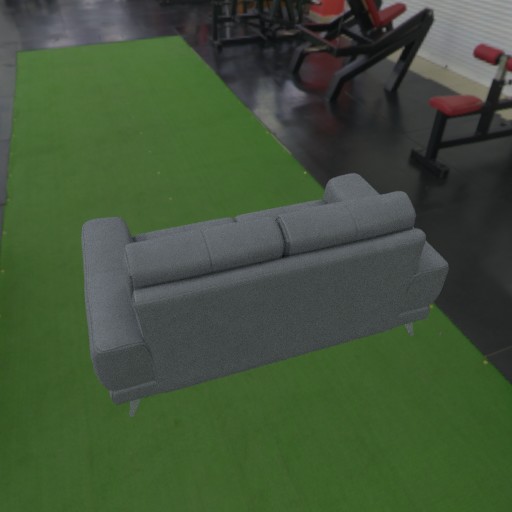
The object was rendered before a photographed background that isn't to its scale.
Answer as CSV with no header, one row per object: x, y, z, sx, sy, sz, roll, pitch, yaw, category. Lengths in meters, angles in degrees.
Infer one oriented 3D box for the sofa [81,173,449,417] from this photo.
0.000,0.000,2.447,1.806,0.907,1.018,-12,41,-14,sofa
